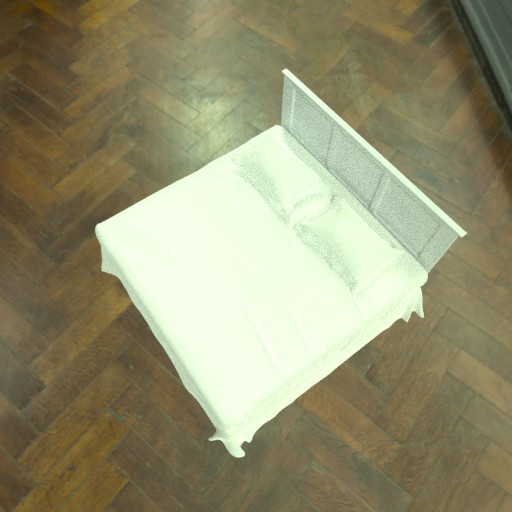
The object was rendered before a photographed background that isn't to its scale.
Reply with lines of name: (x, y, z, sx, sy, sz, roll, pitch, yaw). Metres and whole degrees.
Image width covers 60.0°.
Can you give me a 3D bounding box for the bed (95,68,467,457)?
bed: (0.000, 0.000, 3.653, 2.215, 1.273, 2.317, -33, 67, -16)
